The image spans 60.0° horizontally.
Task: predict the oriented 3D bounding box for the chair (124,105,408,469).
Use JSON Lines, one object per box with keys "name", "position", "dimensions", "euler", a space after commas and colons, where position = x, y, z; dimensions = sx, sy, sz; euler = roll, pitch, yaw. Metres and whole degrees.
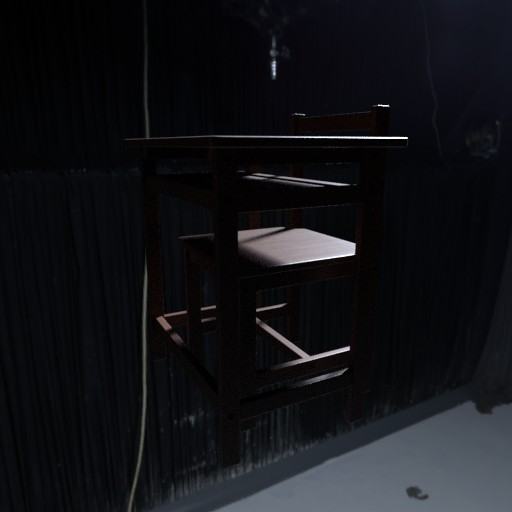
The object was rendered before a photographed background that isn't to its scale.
{"name": "chair", "position": [0.000, 0.000, 1.056], "dimensions": [0.463, 0.673, 0.599], "euler": [-7, 16, -27]}
